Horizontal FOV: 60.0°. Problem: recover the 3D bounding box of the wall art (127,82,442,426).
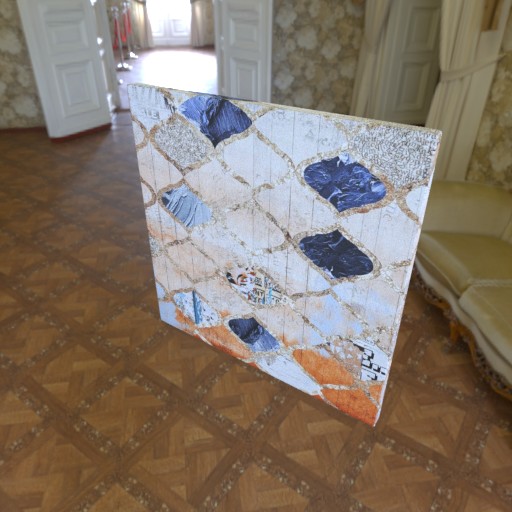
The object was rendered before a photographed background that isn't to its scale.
[{"bbox_3d":[0.000,0.000,1.362,0.912,0.914,0.039,20,37,28],"label":"wall art"}]
